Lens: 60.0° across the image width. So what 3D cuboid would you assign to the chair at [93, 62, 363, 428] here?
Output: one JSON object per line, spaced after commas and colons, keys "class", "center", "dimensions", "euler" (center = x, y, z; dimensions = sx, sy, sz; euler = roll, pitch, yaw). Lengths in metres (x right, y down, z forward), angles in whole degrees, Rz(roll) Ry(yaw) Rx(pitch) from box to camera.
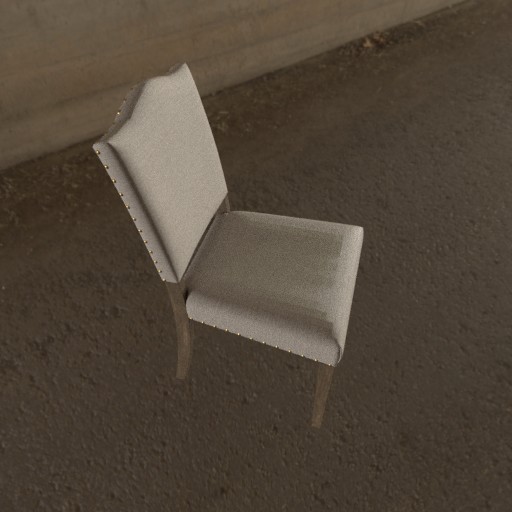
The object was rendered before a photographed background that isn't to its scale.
{"class": "chair", "center": [0.000, 0.000, 1.364], "dimensions": [0.620, 1.020, 0.508], "euler": [12, 47, 11]}
